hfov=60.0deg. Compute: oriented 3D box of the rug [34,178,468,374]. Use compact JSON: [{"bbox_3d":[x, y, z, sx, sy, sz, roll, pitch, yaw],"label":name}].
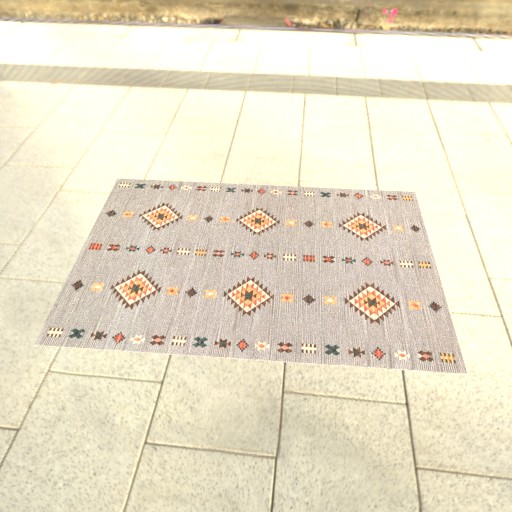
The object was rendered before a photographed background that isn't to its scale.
[{"bbox_3d":[0.000,0.000,2.275,1.818,0.005,1.217,3,45,3],"label":"rug"}]
